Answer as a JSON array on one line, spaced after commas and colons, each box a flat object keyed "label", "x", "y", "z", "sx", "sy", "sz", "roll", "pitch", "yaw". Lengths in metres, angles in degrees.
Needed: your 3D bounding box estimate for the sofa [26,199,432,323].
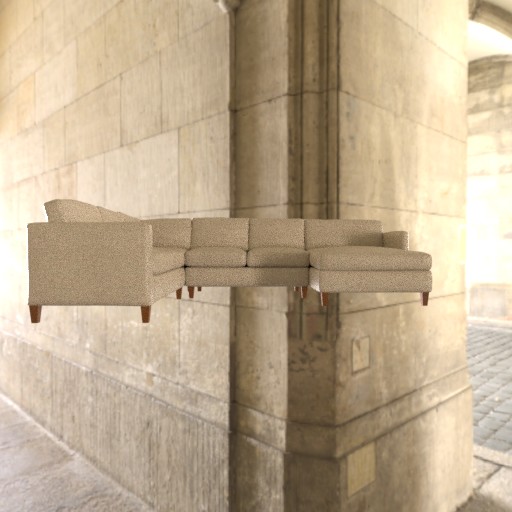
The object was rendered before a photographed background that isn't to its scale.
[{"label": "sofa", "x": 0.000, "y": 0.000, "z": 4.555, "sx": 3.460, "sy": 0.961, "sz": 2.594, "roll": 0, "pitch": 1, "yaw": -1}]
